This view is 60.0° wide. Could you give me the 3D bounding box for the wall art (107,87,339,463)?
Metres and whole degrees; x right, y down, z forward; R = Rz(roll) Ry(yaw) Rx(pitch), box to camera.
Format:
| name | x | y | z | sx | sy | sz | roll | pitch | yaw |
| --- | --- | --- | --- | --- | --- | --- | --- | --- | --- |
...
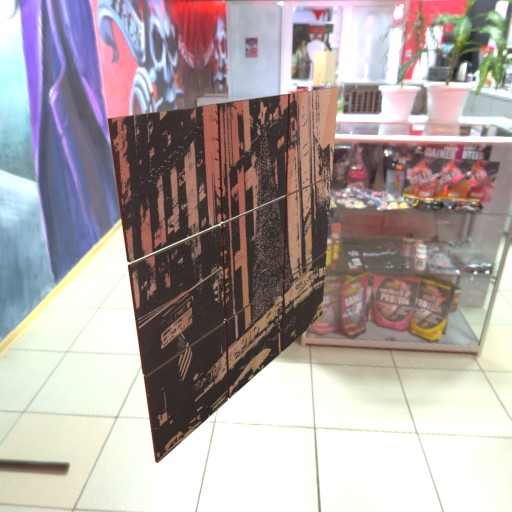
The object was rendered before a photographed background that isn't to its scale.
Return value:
| name | x | y | z | sx | sy | sz | roll | pitch | yaw |
| --- | --- | --- | --- | --- | --- | --- | --- | --- | --- |
| wall art | 0.000 | 0.000 | 2.259 | 0.017 | 1.521 | 1.527 | 18 | 30 | 33 |
